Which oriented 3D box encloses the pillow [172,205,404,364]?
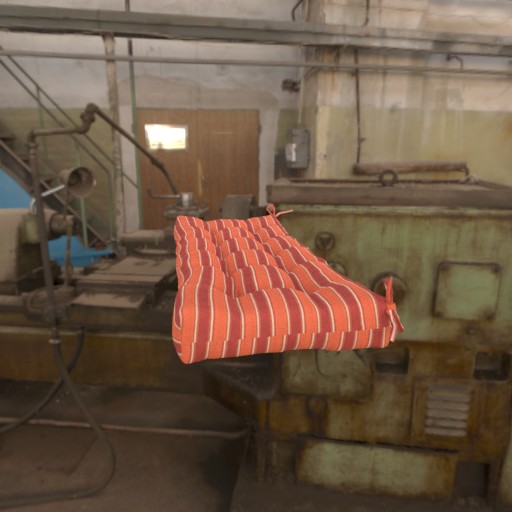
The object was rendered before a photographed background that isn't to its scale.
[{"bbox_3d":[0.000,0.000,1.389,0.511,0.174,1.194,-3,15,-10],"label":"pillow"}]
